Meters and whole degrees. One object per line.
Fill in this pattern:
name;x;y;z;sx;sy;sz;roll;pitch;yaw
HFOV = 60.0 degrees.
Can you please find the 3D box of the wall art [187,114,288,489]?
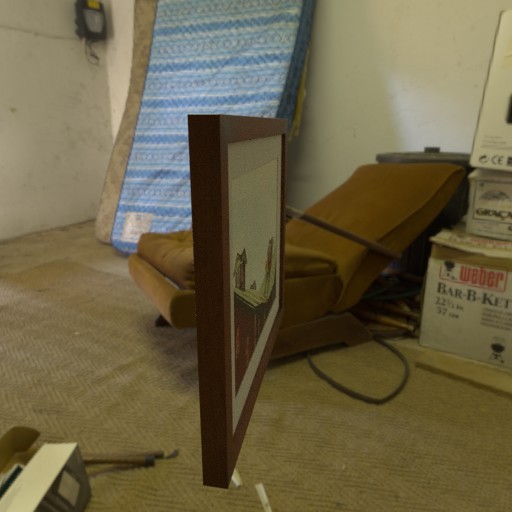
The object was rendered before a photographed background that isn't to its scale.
wall art;0.000;0.000;0.767;0.033;0.457;0.558;3;17;10
